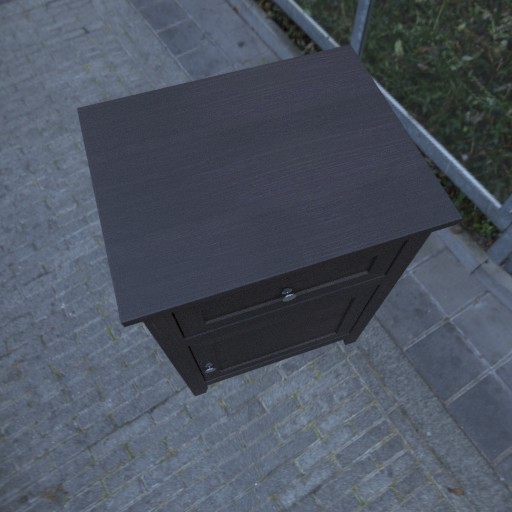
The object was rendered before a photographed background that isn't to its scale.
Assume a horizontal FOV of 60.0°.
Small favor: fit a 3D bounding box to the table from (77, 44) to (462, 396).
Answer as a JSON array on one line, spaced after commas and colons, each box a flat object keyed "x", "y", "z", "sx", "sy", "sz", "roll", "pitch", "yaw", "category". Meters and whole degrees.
[{"x": 0.000, "y": 0.000, "z": 0.947, "sx": 0.480, "sy": 0.635, "sz": 0.381, "roll": -17, "pitch": 64, "yaw": -8, "category": "table"}]
